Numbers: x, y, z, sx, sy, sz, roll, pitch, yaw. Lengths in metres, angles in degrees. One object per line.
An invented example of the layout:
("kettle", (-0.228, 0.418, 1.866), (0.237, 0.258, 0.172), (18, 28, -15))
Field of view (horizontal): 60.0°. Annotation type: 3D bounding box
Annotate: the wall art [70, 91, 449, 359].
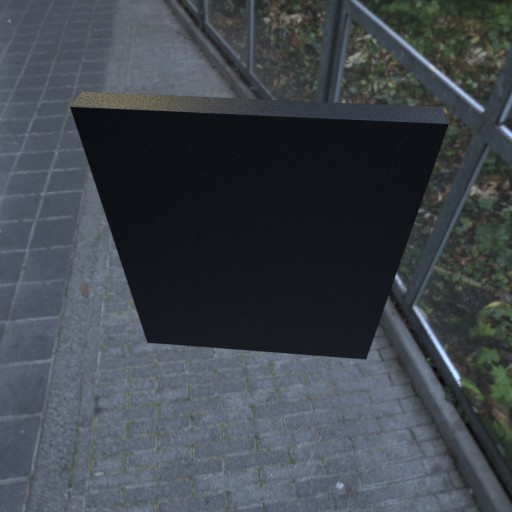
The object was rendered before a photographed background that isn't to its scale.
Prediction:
("wall art", (0.000, 0.000, 0.526), (0.325, 0.380, 0.028), (4, 47, 3))
